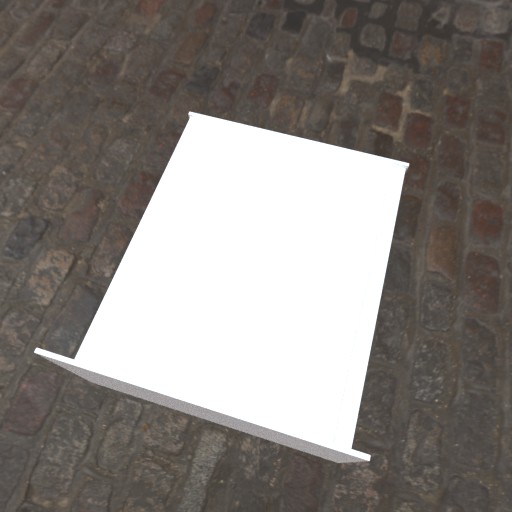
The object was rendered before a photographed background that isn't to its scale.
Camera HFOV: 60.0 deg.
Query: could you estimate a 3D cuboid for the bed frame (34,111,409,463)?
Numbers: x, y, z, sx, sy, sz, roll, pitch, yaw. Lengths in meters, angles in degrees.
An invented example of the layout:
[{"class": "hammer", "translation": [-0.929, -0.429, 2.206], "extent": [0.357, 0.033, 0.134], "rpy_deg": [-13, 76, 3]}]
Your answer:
[{"class": "bed frame", "translation": [0.000, 0.000, 2.781], "extent": [1.622, 0.800, 1.960], "rpy_deg": [15, 65, 7]}]
